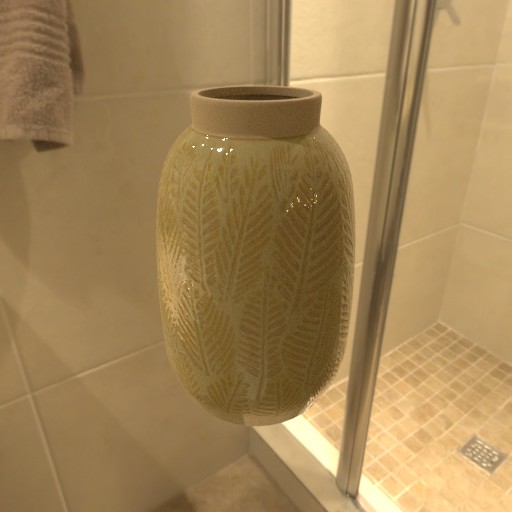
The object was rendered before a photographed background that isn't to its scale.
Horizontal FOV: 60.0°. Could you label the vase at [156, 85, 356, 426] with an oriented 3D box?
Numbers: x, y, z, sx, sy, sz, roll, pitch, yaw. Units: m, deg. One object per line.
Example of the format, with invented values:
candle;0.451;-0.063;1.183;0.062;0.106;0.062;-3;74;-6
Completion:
vase;0.000;0.000;0.387;0.172;0.270;0.172;0;27;0
